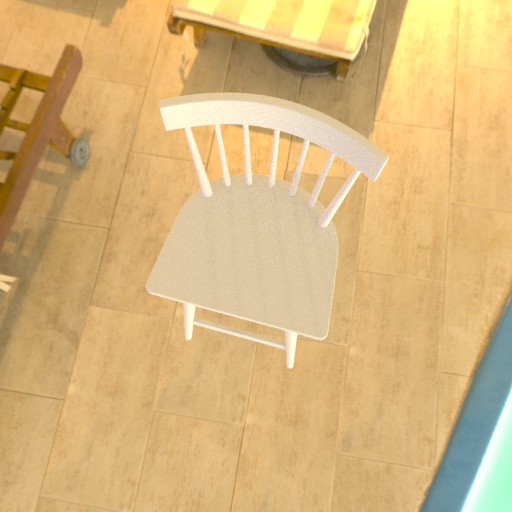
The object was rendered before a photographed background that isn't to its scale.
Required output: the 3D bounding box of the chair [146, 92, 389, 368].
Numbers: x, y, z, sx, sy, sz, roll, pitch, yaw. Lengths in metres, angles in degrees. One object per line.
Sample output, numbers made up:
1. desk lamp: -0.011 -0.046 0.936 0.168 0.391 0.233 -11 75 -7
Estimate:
1. chair: 0.000 0.000 1.374 0.483 1.092 0.572 15 76 4
